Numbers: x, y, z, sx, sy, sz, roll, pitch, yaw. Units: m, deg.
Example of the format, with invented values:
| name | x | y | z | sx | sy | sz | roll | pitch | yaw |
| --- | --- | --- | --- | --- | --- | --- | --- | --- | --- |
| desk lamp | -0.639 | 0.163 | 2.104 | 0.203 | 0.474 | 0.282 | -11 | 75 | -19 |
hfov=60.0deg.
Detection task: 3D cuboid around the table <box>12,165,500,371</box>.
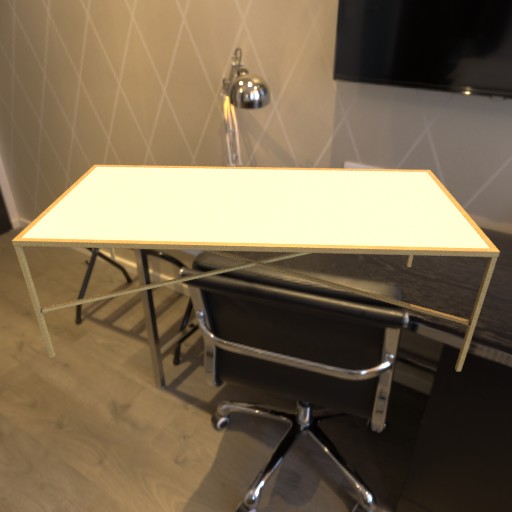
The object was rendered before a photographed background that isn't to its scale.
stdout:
| name | x | y | z | sx | sy | sz | roll | pitch | yaw |
| --- | --- | --- | --- | --- | --- | --- | --- | --- | --- |
| table | 0.000 | 0.000 | 1.444 | 1.206 | 0.398 | 0.580 | 1 | 31 | 2 |
